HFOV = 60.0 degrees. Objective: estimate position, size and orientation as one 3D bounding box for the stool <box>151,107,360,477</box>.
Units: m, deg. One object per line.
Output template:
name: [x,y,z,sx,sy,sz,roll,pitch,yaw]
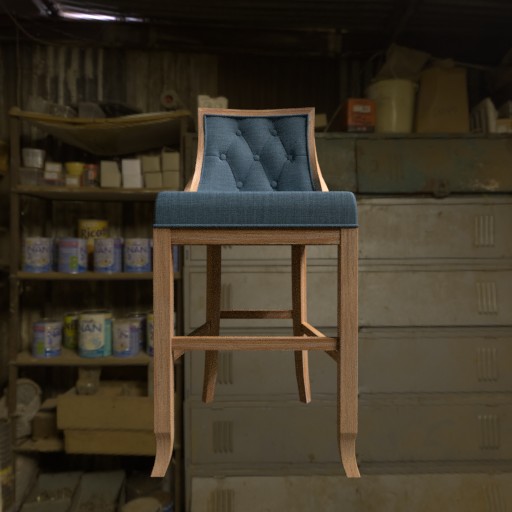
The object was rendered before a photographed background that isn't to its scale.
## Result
stool: [0.000,0.000,1.410,0.524,1.101,0.626,0,1,0]
